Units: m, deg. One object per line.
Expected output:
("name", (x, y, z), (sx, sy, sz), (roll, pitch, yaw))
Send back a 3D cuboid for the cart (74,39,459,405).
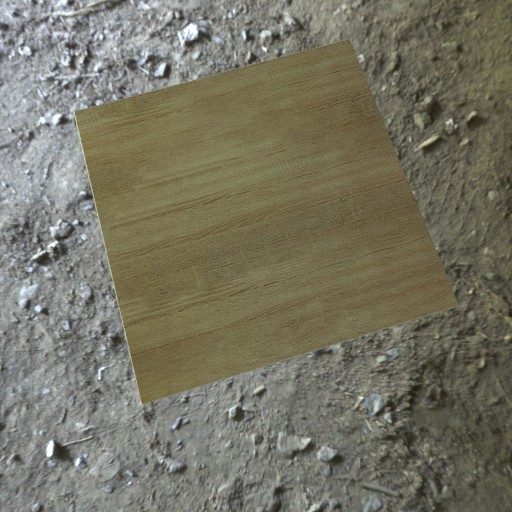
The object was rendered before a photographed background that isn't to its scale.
("cart", (0.000, 0.000, 1.118), (0.521, 0.762, 0.520), (-16, 77, -4))
